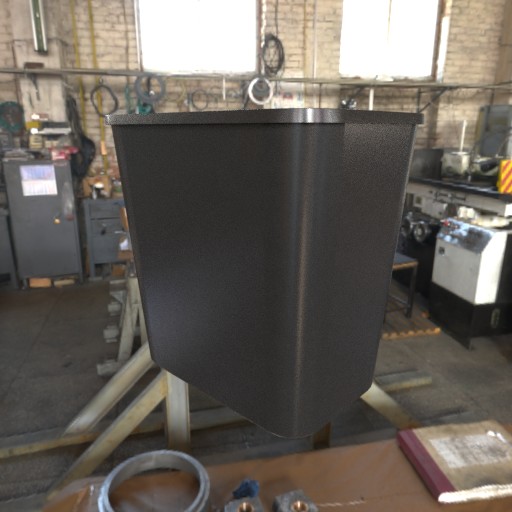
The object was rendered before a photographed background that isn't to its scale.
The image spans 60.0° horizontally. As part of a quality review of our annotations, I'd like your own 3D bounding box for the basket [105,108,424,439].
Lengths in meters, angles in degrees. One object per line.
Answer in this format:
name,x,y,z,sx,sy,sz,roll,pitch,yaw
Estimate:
basket,0.000,0.000,0.506,0.300,0.307,0.211,15,22,41
